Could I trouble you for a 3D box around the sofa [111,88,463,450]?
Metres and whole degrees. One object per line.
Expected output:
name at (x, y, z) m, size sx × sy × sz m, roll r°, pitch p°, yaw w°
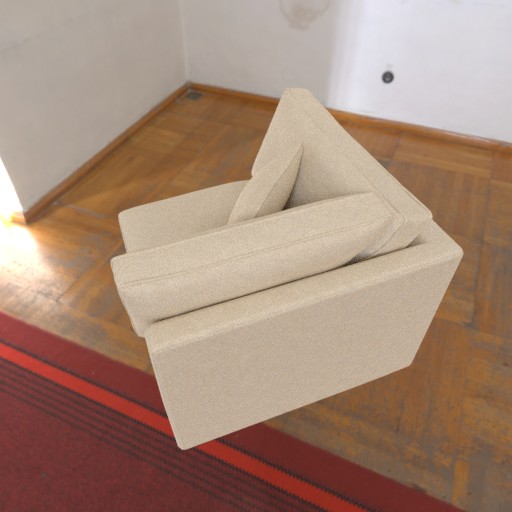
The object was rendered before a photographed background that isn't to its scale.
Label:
sofa at (0.000, 0.000, 1.960) m, size 1.146 × 1.002 × 1.084 m, roll -16°, pitch 48°, yaw -15°
